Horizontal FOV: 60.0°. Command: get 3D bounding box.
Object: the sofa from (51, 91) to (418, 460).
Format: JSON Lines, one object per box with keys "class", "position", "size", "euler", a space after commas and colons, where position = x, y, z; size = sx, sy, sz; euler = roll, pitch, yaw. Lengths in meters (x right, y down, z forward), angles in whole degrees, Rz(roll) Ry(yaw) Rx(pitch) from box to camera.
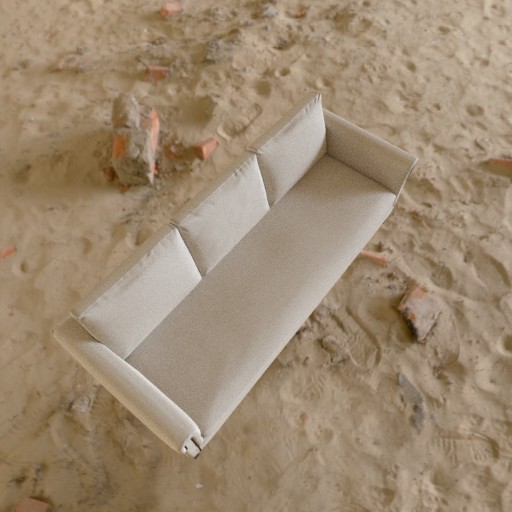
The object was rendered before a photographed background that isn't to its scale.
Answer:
{"class": "sofa", "position": [0.000, 0.000, 2.685], "size": [0.902, 0.911, 2.198], "euler": [35, 65, 18]}
